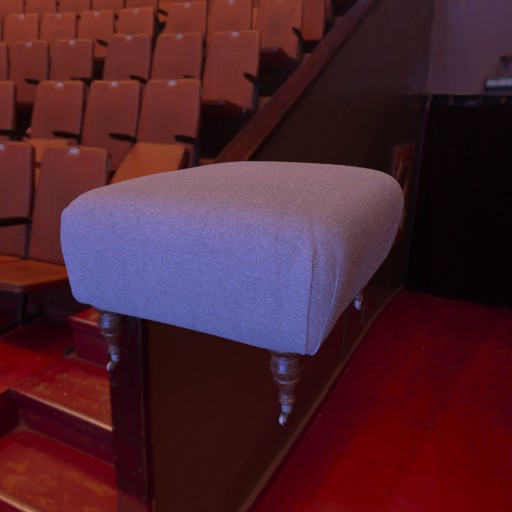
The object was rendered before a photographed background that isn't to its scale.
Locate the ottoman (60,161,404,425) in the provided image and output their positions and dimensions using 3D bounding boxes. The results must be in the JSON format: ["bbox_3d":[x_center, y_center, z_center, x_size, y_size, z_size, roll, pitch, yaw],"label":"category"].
[{"bbox_3d":[0.000,0.000,1.136,0.622,0.450,0.747,8,19,25],"label":"ottoman"}]
